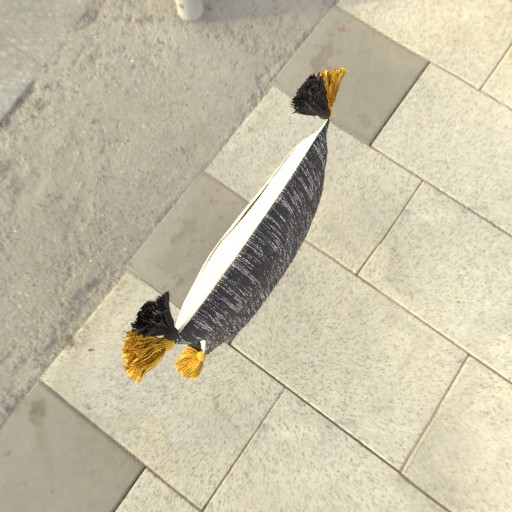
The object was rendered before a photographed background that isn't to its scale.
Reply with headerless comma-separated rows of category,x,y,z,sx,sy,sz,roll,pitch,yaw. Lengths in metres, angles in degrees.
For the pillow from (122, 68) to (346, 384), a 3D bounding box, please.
pillow,0.000,0.000,0.974,0.139,0.659,0.654,33,78,8
